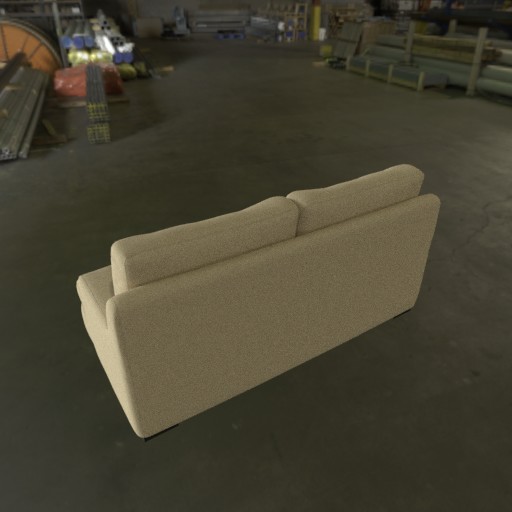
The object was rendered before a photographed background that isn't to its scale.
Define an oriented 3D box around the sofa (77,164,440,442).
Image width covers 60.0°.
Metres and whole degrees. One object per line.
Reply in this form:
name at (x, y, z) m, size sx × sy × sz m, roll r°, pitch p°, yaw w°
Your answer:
sofa at (0.000, 0.000, 2.535) m, size 1.885 × 0.967 × 0.962 m, roll -18°, pitch 36°, yaw -28°
